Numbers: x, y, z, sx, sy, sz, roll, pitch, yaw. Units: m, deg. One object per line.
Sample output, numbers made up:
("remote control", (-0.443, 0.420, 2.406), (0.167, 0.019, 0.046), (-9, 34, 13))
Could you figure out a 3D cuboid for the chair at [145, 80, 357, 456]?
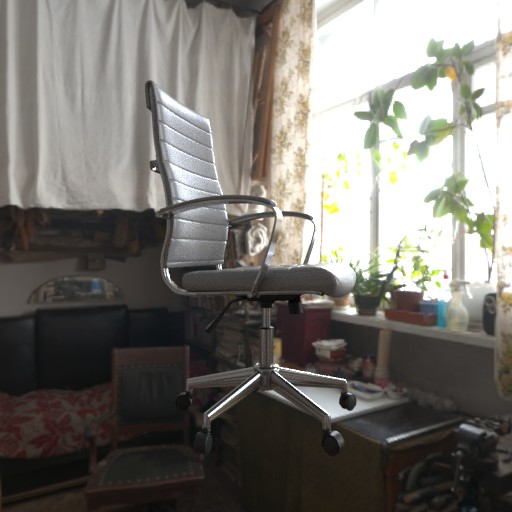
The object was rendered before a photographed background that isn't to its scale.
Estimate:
("chair", (0.000, 0.000, 1.562), (0.667, 1.149, 0.679), (0, 1, 19))
